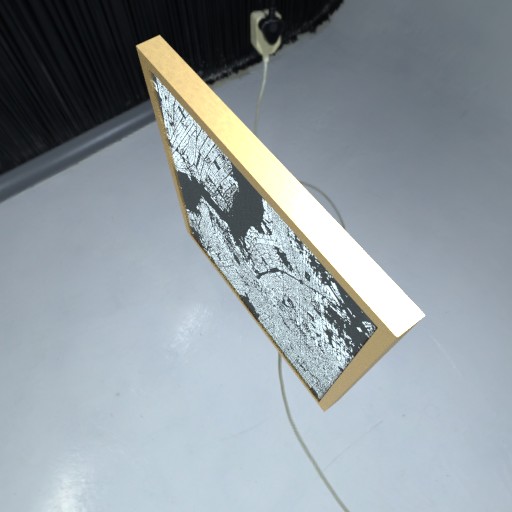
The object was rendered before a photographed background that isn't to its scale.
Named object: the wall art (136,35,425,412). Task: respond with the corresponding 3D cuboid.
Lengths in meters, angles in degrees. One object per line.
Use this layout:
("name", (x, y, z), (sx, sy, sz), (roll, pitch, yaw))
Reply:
("wall art", (0.000, 0.000, 1.886), (0.095, 1.284, 1.284), (-33, 68, -15))
